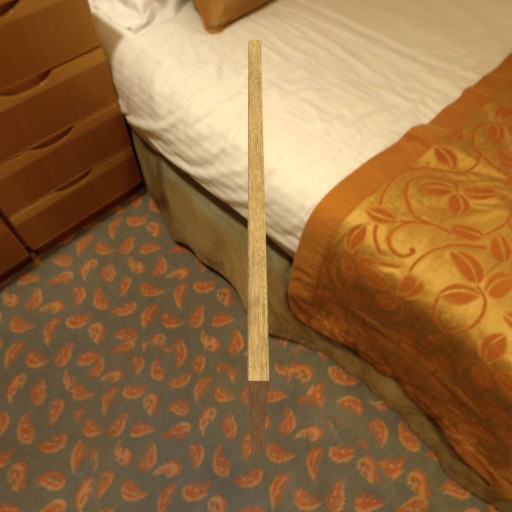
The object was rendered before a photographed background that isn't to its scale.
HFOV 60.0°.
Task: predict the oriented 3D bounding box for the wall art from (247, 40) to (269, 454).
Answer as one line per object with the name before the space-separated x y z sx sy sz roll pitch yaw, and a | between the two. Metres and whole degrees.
wall art | 0.000 0.000 0.932 0.026 0.535 0.690 0 57 0
